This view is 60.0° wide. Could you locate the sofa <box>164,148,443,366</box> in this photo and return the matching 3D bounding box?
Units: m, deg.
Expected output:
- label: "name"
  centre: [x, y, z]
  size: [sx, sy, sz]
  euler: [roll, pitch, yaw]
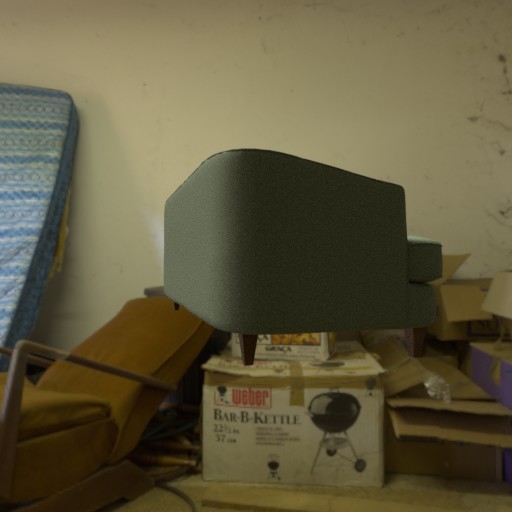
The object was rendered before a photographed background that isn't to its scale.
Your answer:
- label: "sofa"
  centre: [0.000, 0.000, 2.746]
  size: [0.941, 0.855, 2.278]
  euler: [0, -1, -18]
